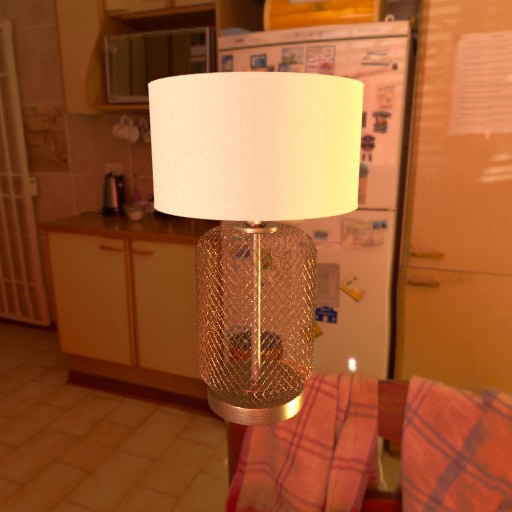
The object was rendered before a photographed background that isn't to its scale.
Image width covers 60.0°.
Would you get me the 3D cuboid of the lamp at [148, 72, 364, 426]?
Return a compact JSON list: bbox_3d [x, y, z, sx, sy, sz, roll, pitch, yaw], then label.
[{"bbox_3d":[0.000,0.000,0.812,0.353,0.578,0.353,0,14,0],"label":"lamp"}]
